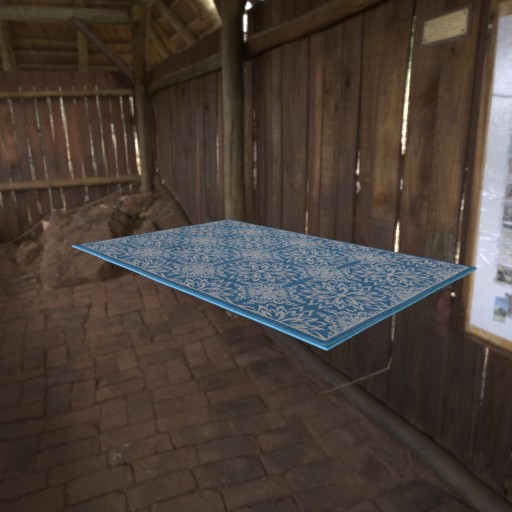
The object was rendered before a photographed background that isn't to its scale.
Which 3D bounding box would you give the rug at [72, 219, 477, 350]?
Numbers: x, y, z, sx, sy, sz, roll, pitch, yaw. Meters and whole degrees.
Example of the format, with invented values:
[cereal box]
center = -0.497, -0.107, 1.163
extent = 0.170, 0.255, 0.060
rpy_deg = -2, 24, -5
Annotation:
[rug]
center = 0.000, 0.000, 3.581
extent = 1.830, 0.018, 2.769
rpy_deg = -14, 21, -43
